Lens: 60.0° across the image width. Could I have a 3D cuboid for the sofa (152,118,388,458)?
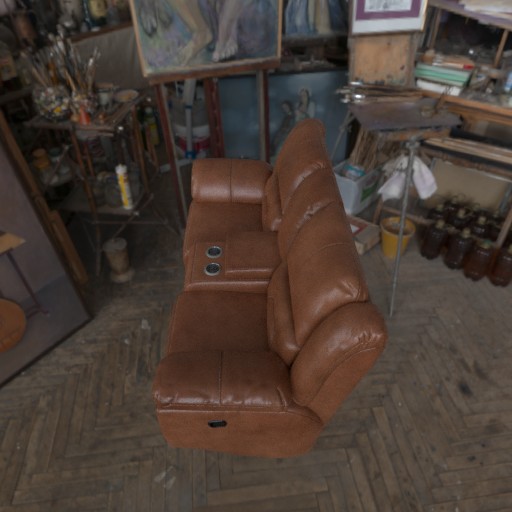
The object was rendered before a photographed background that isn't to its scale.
[{"bbox_3d":[0.000,0.000,2.656,0.991,1.043,2.058,-1,41,-1],"label":"sofa"}]
